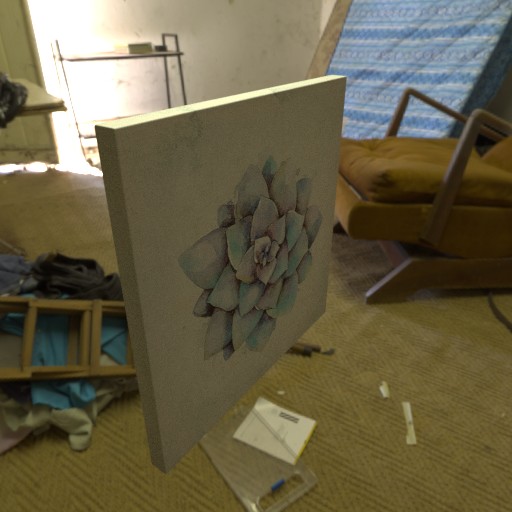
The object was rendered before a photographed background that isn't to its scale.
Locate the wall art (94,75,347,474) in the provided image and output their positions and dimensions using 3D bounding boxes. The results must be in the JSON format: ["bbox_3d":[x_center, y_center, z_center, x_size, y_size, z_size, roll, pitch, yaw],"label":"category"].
[{"bbox_3d":[0.000,0.000,0.878,0.040,0.612,0.612,19,34,31],"label":"wall art"}]
